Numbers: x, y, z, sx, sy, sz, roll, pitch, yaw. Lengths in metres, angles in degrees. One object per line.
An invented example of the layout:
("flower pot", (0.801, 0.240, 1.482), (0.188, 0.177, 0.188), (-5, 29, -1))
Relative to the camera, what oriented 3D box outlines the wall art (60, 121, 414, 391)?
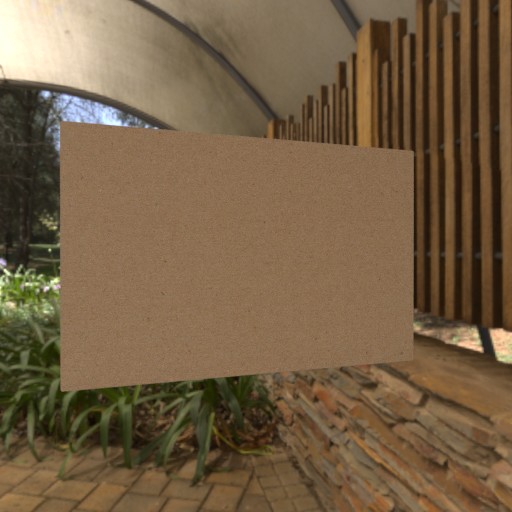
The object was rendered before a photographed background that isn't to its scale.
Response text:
("wall art", (0.000, 0.000, 0.766), (0.618, 0.398, 0.042), (0, 0, -18))
